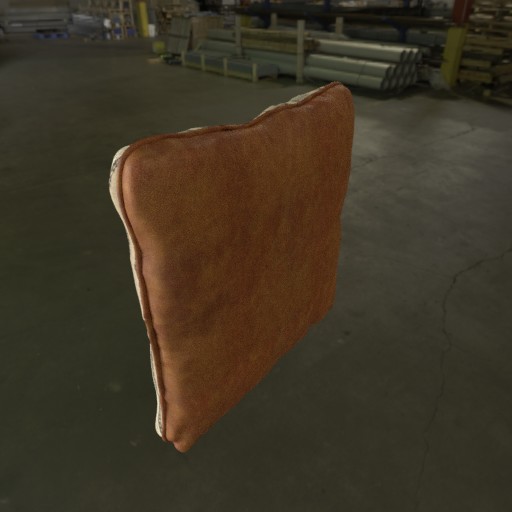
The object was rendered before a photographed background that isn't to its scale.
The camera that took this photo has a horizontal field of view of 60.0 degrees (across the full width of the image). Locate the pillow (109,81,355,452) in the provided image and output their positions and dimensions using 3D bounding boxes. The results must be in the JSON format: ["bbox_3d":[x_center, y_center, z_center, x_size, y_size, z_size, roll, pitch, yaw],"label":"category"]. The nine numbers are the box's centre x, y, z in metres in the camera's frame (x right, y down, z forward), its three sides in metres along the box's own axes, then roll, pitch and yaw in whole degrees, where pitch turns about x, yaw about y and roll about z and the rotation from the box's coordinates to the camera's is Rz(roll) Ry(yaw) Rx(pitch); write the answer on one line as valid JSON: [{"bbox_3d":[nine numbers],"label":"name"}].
[{"bbox_3d":[0.000,0.000,0.731,0.130,0.490,0.489,22,38,31],"label":"pillow"}]
